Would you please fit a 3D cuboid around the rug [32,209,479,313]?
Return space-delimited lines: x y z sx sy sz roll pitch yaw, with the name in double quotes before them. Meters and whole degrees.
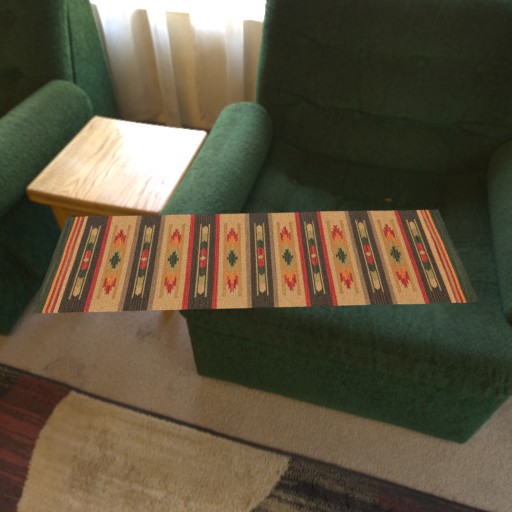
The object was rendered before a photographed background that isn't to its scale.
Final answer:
"rug" 0.000 0.000 2.664 2.440 0.009 0.760 -1 48 -1
